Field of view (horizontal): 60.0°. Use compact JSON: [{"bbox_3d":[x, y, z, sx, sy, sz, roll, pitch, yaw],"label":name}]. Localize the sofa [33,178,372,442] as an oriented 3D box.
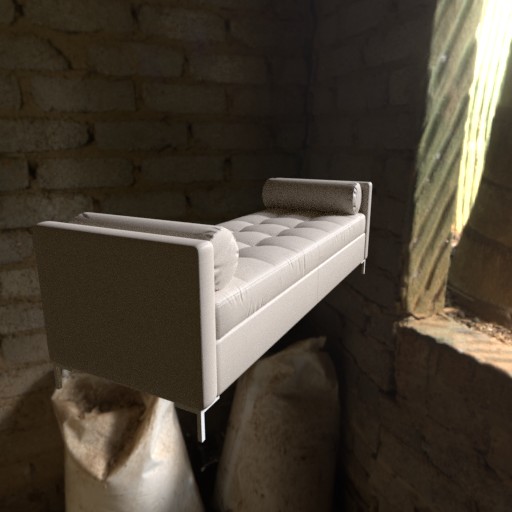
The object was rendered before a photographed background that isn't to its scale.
[{"bbox_3d":[0.000,0.000,2.261,0.686,0.635,1.981,8,17,26],"label":"sofa"}]
